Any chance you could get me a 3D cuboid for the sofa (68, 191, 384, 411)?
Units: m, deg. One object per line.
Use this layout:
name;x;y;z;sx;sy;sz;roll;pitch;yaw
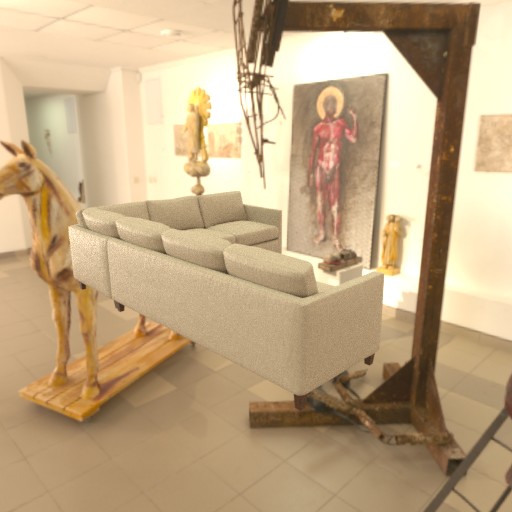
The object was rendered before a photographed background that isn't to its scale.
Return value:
sofa;0.000;0.000;4.556;2.522;0.934;3.333;-14;21;-43
